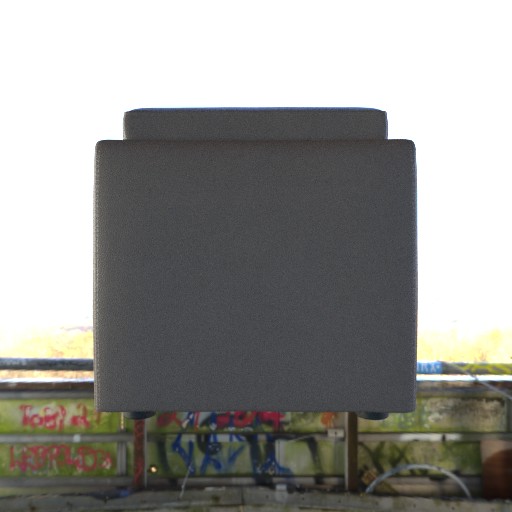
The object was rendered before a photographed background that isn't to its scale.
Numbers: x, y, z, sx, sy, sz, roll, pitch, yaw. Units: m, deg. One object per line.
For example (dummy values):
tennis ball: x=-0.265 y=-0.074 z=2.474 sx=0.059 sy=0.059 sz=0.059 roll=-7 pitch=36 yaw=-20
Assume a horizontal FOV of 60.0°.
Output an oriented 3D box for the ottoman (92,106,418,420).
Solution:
ottoman: x=0.000 y=0.000 z=0.812 sx=0.450 sy=0.460 sz=0.451 roll=0 pitch=0 yaw=0
